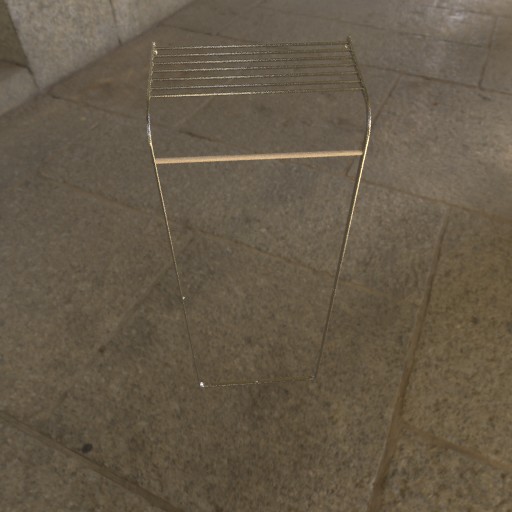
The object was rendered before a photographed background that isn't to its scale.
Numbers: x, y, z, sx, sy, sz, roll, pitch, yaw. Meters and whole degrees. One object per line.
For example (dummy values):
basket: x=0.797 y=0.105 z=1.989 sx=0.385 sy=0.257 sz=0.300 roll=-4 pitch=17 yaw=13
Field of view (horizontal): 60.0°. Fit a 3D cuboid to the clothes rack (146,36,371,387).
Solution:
clothes rack: x=0.000 y=0.000 z=1.809 sx=0.609 sy=1.574 sz=0.349 roll=-3 pitch=48 yaw=-3
